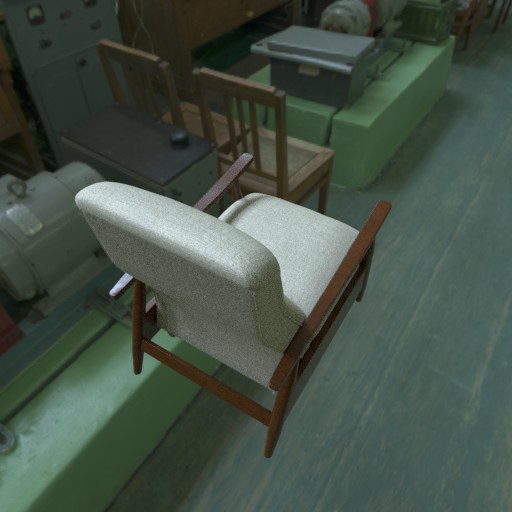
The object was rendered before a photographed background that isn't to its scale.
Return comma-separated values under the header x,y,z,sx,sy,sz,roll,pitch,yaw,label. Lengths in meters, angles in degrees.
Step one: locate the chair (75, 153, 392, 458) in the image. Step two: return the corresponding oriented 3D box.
x,y,z,sx,sy,sz,roll,pitch,yaw,label
0.000,0.000,1.809,0.762,1.082,1.014,24,50,22,chair
